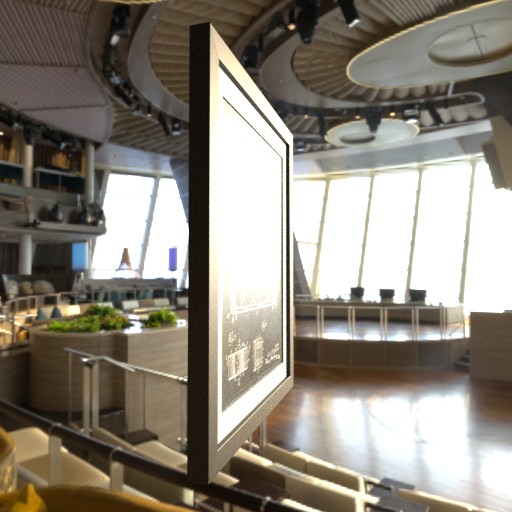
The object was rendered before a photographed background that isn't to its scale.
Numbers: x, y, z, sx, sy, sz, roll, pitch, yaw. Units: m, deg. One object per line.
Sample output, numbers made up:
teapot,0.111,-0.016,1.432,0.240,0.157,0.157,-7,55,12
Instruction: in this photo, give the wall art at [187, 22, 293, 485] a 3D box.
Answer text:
wall art,0.000,0.000,0.695,0.025,0.508,0.432,-1,-2,17
